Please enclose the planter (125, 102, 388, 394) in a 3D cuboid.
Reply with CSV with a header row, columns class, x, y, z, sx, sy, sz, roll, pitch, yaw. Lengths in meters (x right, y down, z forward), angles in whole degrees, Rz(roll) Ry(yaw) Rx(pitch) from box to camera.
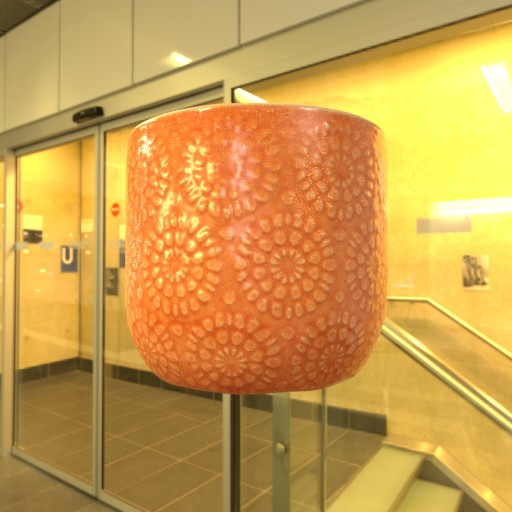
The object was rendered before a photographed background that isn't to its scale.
class,x,y,z,sx,sy,sz,roll,pitch,yaw
planter,0.000,0.000,0.292,0.170,0.152,0.170,0,-1,0
